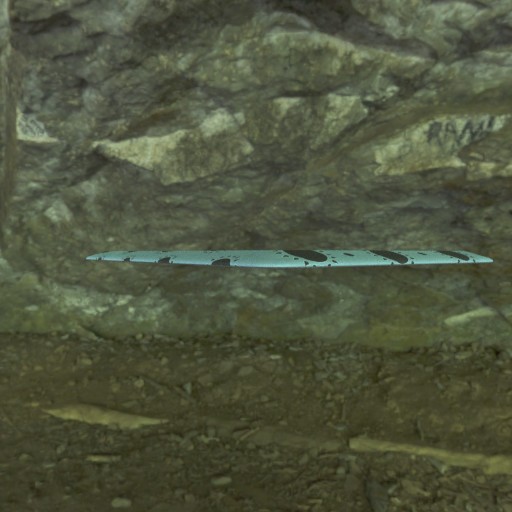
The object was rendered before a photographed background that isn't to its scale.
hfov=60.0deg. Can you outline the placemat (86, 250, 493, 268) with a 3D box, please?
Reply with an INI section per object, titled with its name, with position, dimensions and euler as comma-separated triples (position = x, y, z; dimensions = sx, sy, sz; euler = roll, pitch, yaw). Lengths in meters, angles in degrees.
[placemat]
position = 0.000, 0.000, 0.934
dimensions = 0.508, 0.021, 0.762
euler = 0, 1, -36
